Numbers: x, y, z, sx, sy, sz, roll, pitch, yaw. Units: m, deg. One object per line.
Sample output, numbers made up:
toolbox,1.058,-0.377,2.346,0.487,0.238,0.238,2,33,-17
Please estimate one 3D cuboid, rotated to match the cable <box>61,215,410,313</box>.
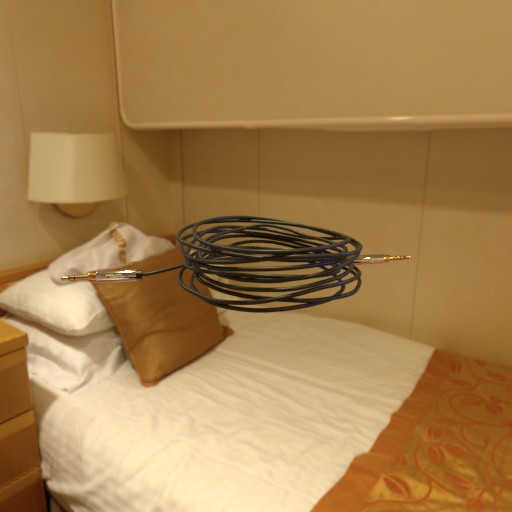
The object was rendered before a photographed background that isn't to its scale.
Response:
cable,0.000,0.000,0.492,0.432,0.069,0.198,-3,15,-10
